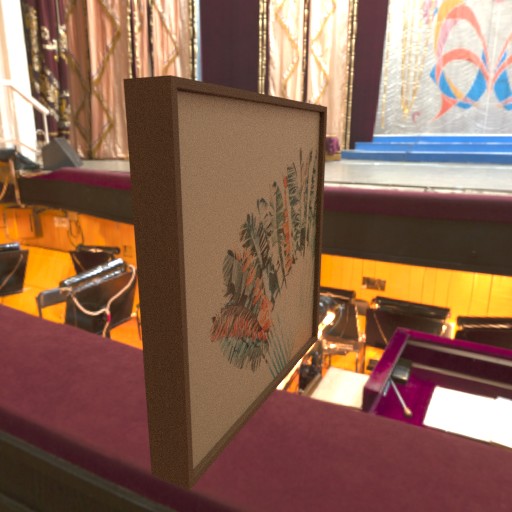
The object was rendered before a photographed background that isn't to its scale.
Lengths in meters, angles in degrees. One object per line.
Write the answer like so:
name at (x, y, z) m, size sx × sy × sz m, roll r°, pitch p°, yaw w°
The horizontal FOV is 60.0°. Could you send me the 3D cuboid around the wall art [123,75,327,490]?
wall art at (0.000, 0.000, 0.447) m, size 0.038 × 0.303 × 0.304 m, roll 7°, pitch 16°, yaw 26°
